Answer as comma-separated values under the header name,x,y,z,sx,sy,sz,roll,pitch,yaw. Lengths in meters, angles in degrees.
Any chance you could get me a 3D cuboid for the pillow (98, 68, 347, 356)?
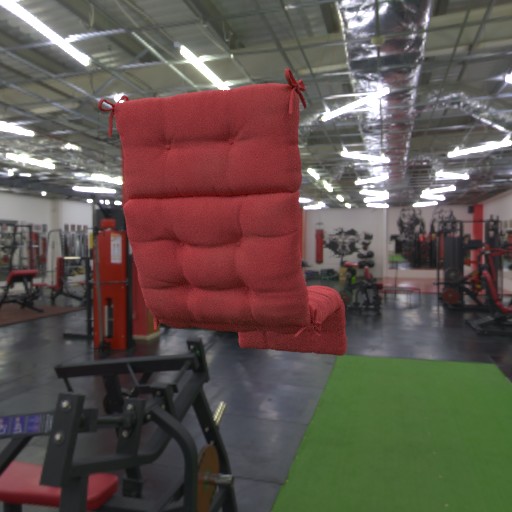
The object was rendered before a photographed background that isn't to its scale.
name,x,y,z,sx,sy,sz,roll,pitch,yaw
pillow,0.000,0.000,1.513,0.526,0.863,1.016,0,1,19
